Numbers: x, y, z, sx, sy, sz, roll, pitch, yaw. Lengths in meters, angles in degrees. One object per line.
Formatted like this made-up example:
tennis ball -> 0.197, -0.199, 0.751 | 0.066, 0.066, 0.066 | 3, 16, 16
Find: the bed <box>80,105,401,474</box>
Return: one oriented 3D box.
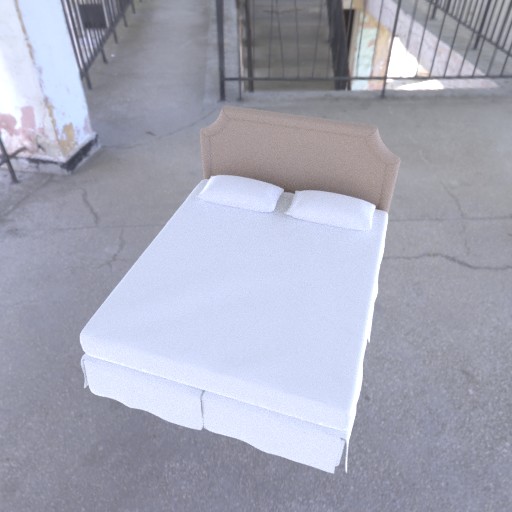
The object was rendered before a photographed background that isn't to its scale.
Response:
bed -> 0.000, 0.000, 4.107 | 2.350, 1.590, 2.773 | 12, 43, 14
